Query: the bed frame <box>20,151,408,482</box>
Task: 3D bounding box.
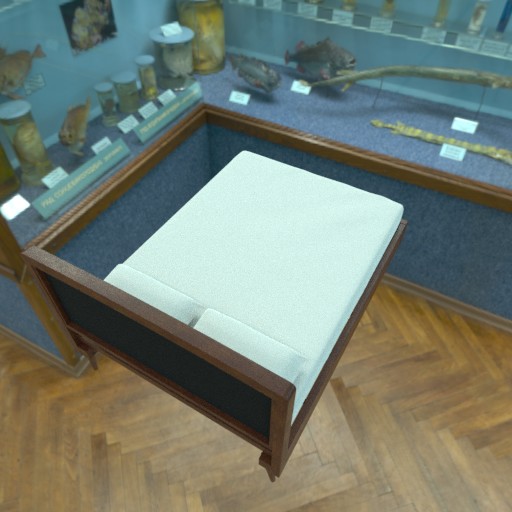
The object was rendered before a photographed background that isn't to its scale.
[{"bbox_3d":[0.000,0.000,3.113,1.587,1.279,2.171,24,52,20],"label":"bed frame"}]
